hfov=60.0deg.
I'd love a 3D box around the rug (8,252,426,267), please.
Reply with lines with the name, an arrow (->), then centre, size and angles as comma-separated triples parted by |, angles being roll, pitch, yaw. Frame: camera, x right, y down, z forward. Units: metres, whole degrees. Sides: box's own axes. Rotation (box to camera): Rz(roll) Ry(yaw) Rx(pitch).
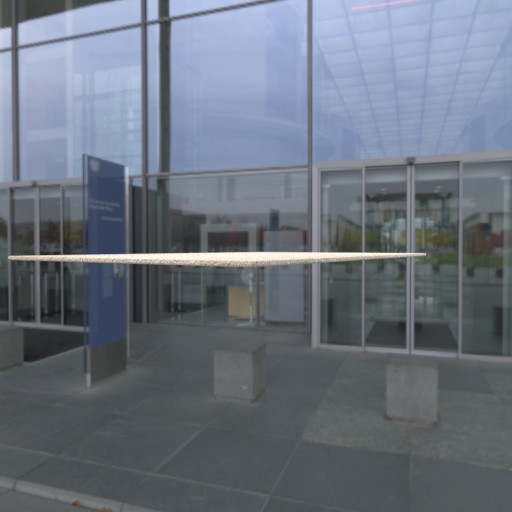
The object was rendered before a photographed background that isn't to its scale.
rug -> 0.000, 0.000, 3.297 | 1.800, 0.025, 2.699 | 1, 1, 34
